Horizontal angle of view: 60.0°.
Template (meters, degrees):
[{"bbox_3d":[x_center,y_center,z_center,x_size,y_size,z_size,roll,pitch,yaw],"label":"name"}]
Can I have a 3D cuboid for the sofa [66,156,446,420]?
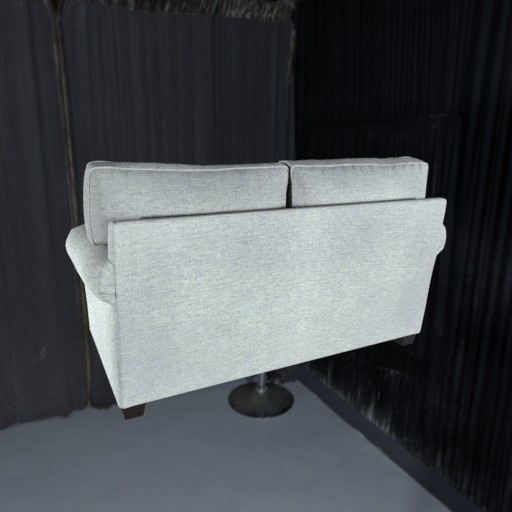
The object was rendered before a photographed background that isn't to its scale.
[{"bbox_3d":[0.000,0.000,2.221,1.701,0.966,0.966,-7,15,-26],"label":"sofa"}]
